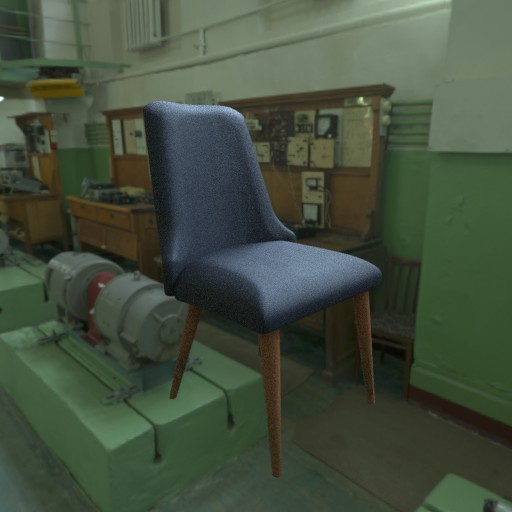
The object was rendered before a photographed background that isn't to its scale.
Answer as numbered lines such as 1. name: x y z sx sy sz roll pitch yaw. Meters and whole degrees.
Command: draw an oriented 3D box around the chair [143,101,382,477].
1. chair: 0.000 0.000 1.208 0.567 0.820 0.504 14 19 43
